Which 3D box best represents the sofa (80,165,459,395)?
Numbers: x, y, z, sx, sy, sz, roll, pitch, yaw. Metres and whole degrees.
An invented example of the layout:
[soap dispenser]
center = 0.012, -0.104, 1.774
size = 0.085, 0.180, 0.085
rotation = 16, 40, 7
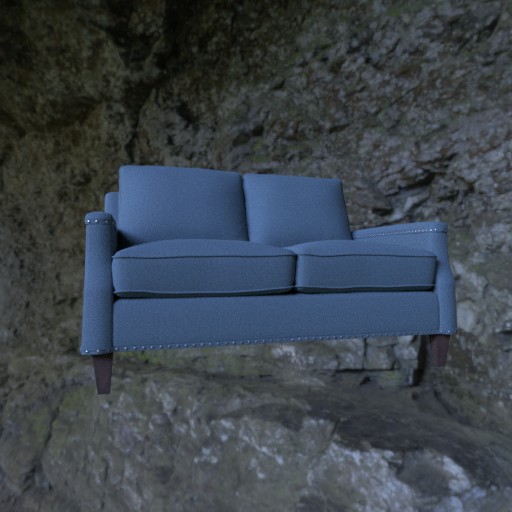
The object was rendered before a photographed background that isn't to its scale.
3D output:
[sofa]
center = 0.000, 0.000, 2.263
size = 1.597, 1.003, 1.084
rotation = 0, -1, -17
